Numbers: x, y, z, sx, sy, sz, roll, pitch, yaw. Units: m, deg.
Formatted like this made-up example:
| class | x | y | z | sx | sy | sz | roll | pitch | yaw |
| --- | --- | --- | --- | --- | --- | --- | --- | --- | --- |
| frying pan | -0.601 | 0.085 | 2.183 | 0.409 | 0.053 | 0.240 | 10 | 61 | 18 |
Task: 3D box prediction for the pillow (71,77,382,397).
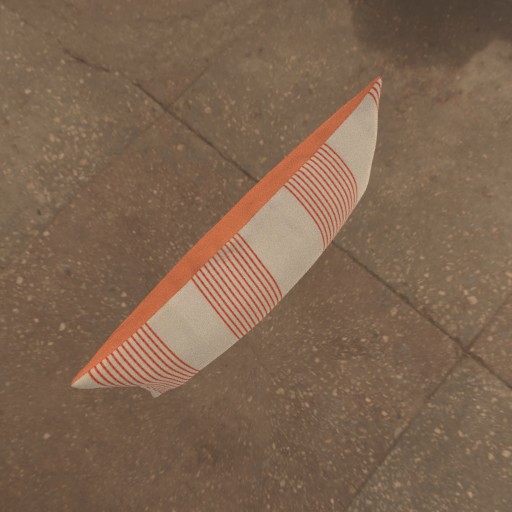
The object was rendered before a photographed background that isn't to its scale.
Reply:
| class | x | y | z | sx | sy | sz | roll | pitch | yaw |
| --- | --- | --- | --- | --- | --- | --- | --- | --- | --- |
| pillow | 0.000 | 0.000 | 0.738 | 0.156 | 0.292 | 0.608 | 43 | 80 | 9 |
